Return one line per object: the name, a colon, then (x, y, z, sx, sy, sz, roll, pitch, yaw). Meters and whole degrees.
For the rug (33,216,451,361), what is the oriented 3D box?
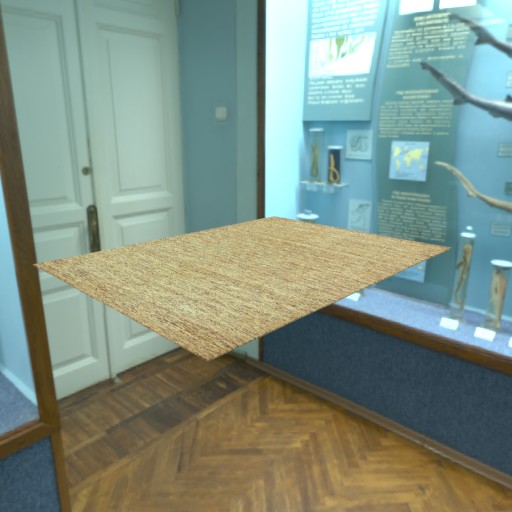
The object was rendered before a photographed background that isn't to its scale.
rug: (0.000, 0.000, 4.231, 2.438, 0.012, 3.200, 15, 22, 42)
